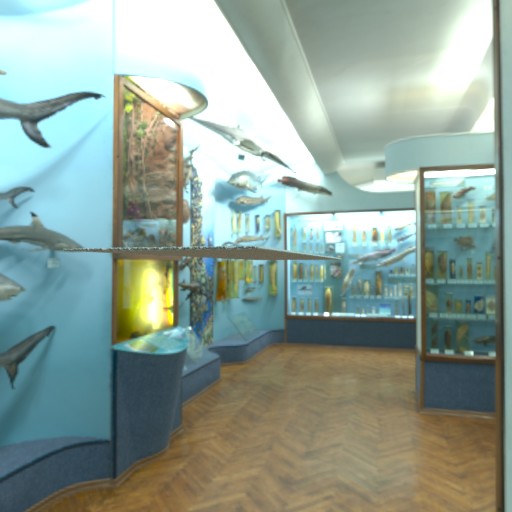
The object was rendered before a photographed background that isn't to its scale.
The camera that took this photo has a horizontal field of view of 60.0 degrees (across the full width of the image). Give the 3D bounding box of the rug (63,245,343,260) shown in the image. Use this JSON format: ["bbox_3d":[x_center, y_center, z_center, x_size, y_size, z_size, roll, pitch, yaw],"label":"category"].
[{"bbox_3d":[0.000,0.000,2.755,0.786,0.013,2.480,0,-1,18],"label":"rug"}]
